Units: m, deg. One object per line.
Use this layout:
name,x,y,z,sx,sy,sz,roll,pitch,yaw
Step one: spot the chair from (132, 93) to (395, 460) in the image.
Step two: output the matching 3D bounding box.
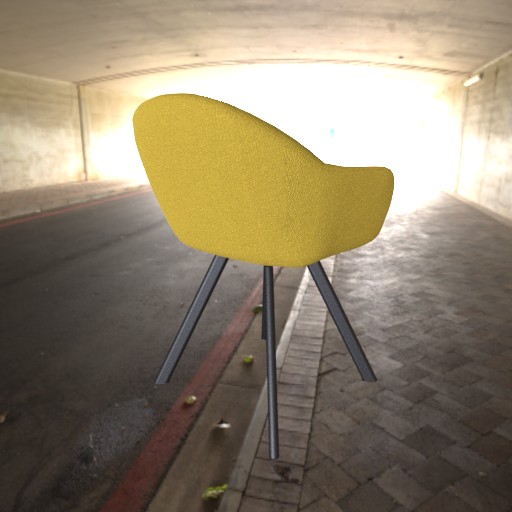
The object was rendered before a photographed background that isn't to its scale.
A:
chair,0.000,0.000,1.173,0.545,0.775,0.565,14,20,43
